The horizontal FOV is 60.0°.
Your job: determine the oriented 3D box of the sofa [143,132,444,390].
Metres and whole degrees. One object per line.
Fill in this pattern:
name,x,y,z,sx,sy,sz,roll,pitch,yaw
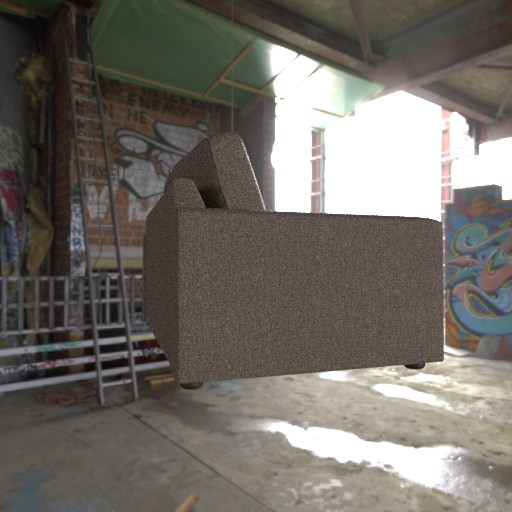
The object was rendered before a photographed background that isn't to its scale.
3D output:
sofa,0.000,0.000,2.244,1.016,0.873,1.616,0,-1,-18
